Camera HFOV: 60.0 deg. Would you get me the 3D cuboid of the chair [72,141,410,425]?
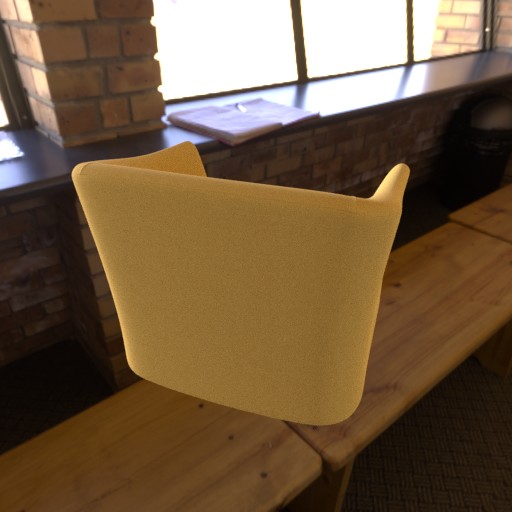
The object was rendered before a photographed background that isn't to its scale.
[{"bbox_3d":[0.000,0.000,1.331,0.790,0.720,0.700,10,33,16],"label":"chair"}]
